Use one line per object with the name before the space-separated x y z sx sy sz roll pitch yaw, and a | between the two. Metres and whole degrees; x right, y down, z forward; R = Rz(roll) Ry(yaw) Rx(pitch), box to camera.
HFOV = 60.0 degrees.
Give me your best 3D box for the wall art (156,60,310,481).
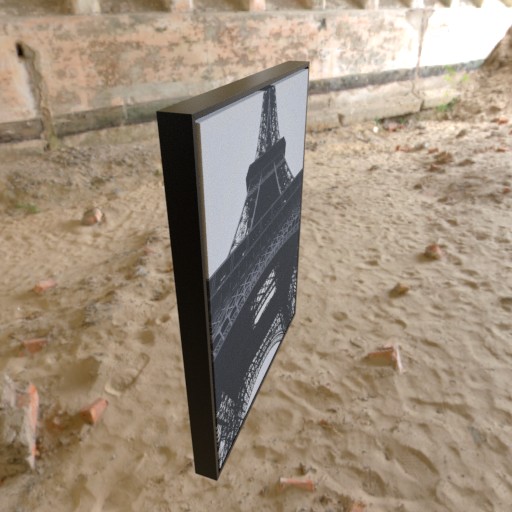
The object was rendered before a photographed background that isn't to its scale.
wall art | 0.000 0.000 0.738 0.039 0.553 0.451 10 31 17
